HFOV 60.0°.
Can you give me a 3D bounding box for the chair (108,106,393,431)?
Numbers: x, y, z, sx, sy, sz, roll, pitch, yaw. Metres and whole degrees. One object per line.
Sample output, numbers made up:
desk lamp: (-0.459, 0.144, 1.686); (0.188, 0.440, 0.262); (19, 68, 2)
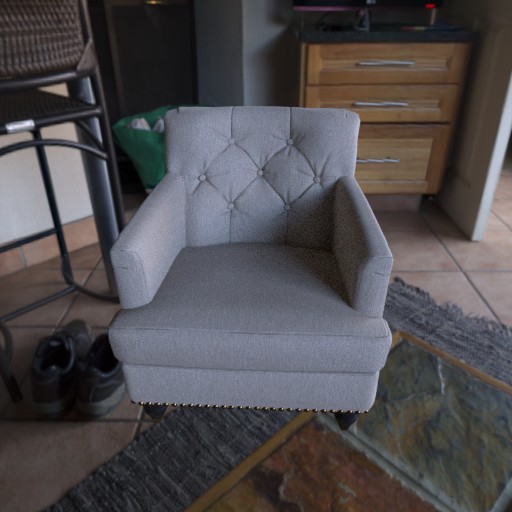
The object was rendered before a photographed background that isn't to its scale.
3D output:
chair: (0.000, 0.000, 1.494); (0.737, 0.823, 0.902); (1, 30, 3)
